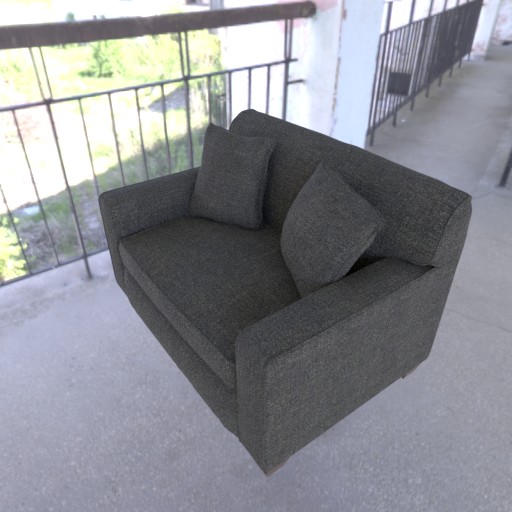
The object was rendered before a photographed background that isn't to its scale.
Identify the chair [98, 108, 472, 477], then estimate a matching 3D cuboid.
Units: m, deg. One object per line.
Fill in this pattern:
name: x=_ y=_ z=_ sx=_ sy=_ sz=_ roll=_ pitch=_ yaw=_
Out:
chair: x=0.000 y=0.000 z=2.027 sx=1.000 sy=0.948 sz=1.383 roll=-22 pitch=40 yaw=-29
